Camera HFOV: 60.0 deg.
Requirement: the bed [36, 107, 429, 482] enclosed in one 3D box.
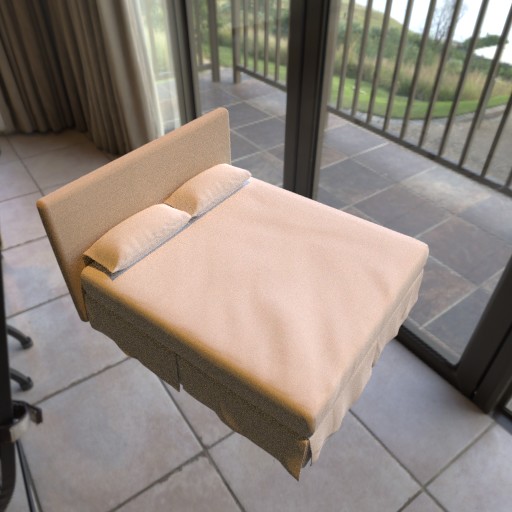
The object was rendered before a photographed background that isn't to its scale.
[{"bbox_3d":[0.000,0.000,3.599,2.319,1.317,2.119,25,47,26],"label":"bed"}]
